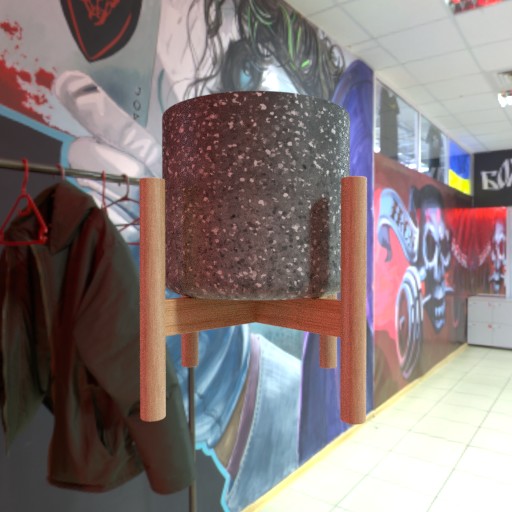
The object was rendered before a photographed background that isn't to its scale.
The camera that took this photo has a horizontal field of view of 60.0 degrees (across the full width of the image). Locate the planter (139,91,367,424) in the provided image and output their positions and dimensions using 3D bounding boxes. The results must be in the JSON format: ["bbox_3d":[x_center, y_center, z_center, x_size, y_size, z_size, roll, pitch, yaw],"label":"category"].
[{"bbox_3d":[0.000,0.000,0.538,0.284,0.320,0.284,0,1,-20],"label":"planter"}]
